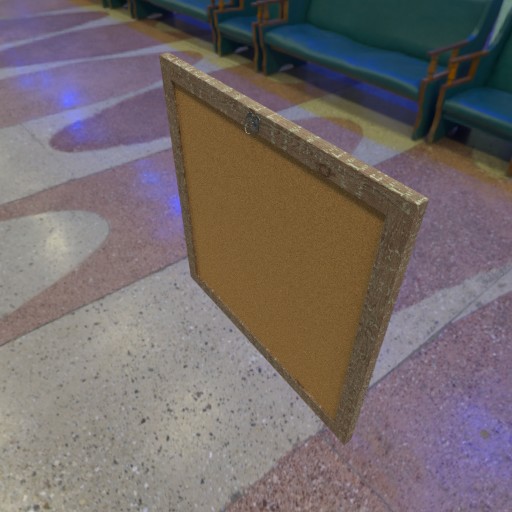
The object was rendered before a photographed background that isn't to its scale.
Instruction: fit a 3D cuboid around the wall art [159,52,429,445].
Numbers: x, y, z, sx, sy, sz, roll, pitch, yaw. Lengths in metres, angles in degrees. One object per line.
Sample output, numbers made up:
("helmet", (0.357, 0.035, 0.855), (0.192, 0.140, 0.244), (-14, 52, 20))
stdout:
("wall art", (0.000, 0.000, 0.552), (0.022, 0.380, 0.380), (-27, 49, -26))
